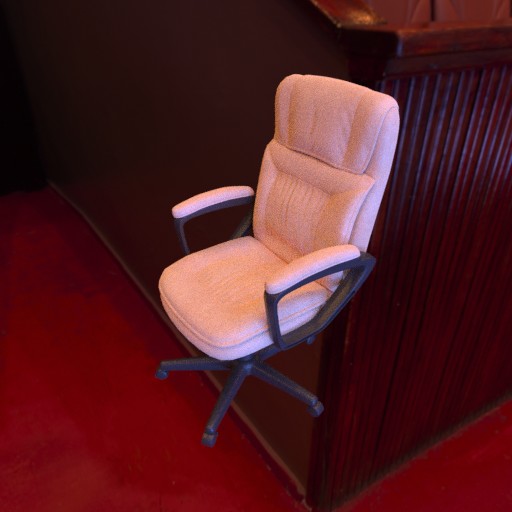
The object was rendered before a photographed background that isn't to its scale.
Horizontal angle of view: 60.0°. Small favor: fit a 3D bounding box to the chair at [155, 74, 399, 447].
[{"bbox_3d":[0.000,0.000,1.547,0.724,1.105,0.667,-20,37,-30],"label":"chair"}]
